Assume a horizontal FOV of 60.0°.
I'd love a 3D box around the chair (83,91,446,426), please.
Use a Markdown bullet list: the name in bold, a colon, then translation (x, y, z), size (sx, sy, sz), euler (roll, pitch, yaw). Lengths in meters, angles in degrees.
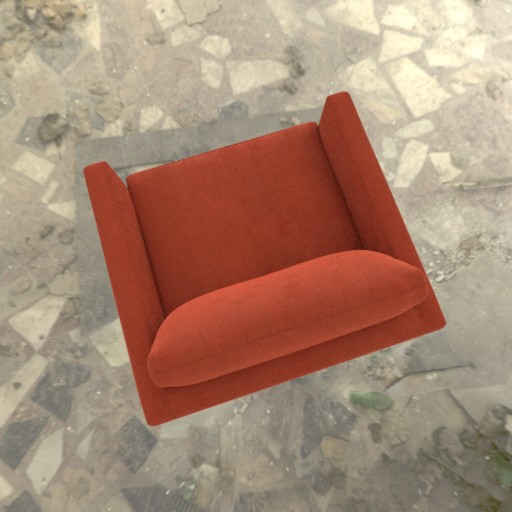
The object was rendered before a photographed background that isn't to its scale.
- **chair**: translation (0.000, 0.000, 1.598), size (0.964, 0.812, 0.875), euler (-17, 77, -4)
